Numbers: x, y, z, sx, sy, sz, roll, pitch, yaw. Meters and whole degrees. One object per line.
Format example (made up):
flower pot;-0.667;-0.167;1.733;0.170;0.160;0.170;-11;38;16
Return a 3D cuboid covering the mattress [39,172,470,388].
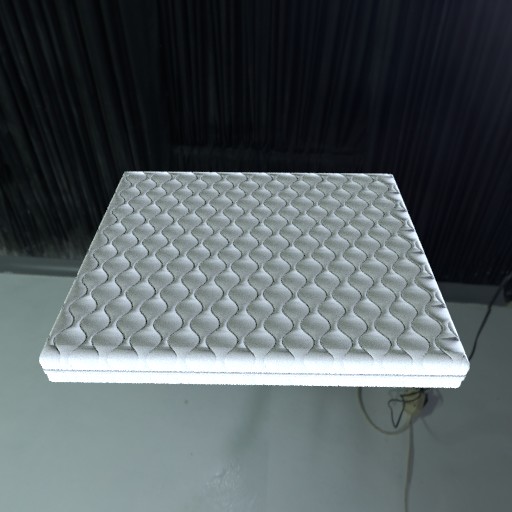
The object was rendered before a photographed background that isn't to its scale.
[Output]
mattress;0.000;0.000;2.578;1.900;0.200;1.600;1;41;1
